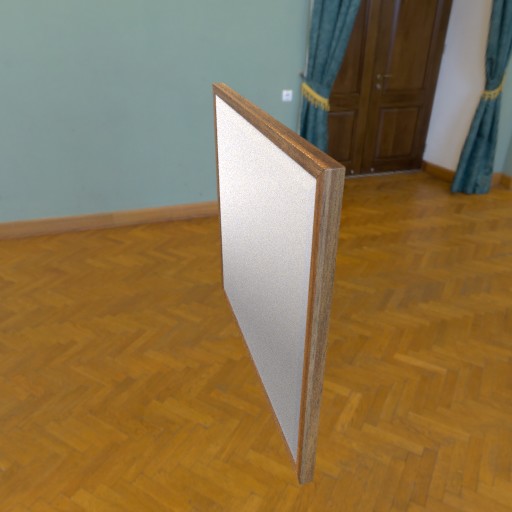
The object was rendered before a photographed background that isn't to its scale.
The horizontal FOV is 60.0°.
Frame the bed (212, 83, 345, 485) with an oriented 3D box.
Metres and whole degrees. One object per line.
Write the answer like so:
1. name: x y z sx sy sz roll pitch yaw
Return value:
1. bed: 0.000 0.000 1.478 0.043 0.940 1.041 -8 31 -14
